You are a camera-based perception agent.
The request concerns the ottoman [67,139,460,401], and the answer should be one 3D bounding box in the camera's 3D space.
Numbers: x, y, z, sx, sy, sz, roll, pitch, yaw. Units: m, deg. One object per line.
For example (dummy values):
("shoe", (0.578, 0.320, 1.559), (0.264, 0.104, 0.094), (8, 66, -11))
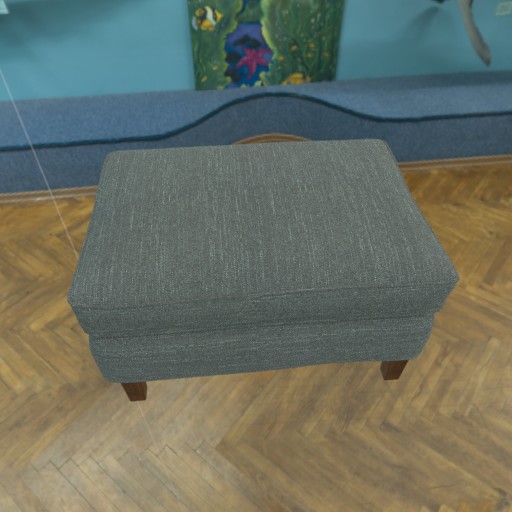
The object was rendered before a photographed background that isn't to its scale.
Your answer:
("ottoman", (0.000, 0.000, 1.002), (0.686, 0.406, 0.508), (-4, 46, -3))
